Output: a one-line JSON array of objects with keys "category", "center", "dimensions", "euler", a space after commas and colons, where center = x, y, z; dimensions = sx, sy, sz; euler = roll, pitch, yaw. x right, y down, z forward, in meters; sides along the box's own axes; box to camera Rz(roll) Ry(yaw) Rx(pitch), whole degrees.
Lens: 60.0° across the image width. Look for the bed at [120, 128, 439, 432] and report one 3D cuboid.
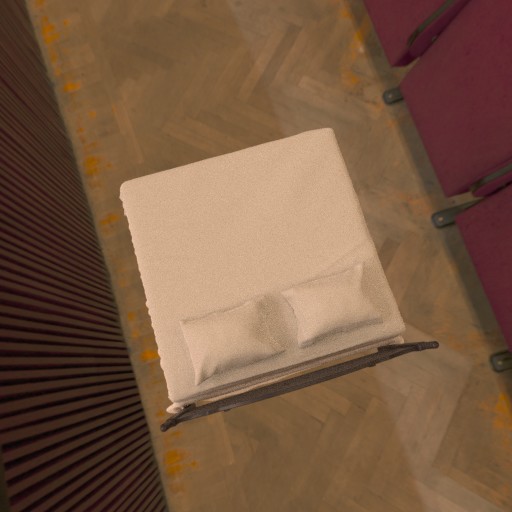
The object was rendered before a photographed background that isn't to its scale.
[{"category": "bed", "center": [0.000, 0.000, 3.771], "dimensions": [2.322, 1.355, 2.219], "euler": [-16, 77, -4]}]
